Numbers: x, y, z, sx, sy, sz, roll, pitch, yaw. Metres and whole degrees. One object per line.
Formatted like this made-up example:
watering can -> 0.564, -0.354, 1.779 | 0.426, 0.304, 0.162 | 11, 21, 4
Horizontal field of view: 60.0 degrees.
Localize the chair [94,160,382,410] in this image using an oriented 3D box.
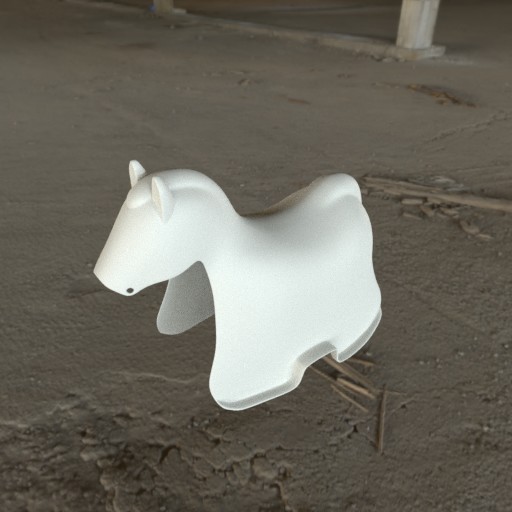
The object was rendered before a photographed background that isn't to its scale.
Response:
chair -> 0.000, 0.000, 1.148 | 0.800, 0.612, 0.429 | -22, 39, -30
